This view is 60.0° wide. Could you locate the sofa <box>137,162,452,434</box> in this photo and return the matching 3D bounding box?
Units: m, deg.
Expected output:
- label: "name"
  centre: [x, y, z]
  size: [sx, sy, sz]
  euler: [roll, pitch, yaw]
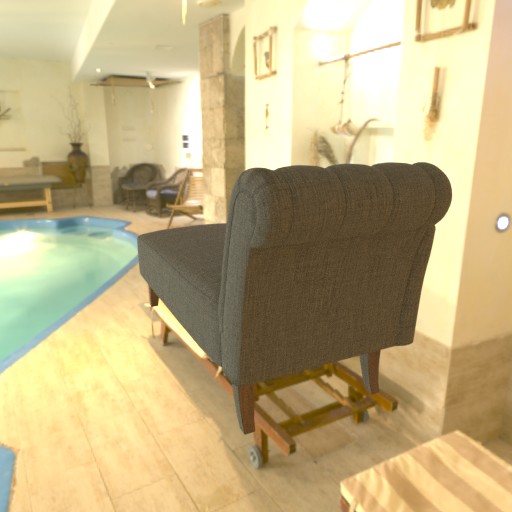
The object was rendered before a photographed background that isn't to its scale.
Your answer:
- label: "sofa"
  centre: [0.000, 0.000, 1.775]
  size: [0.675, 0.787, 1.379]
  euler: [-7, 17, -25]
